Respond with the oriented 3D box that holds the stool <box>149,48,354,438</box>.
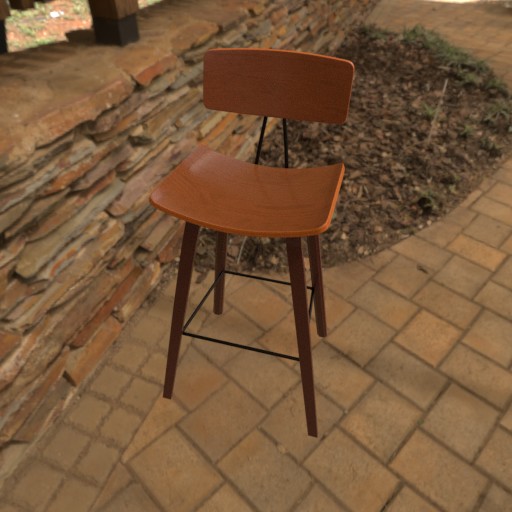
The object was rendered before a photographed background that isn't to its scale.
[{"bbox_3d":[0.000,0.000,1.240,0.509,0.969,0.440,10,42,12],"label":"stool"}]
